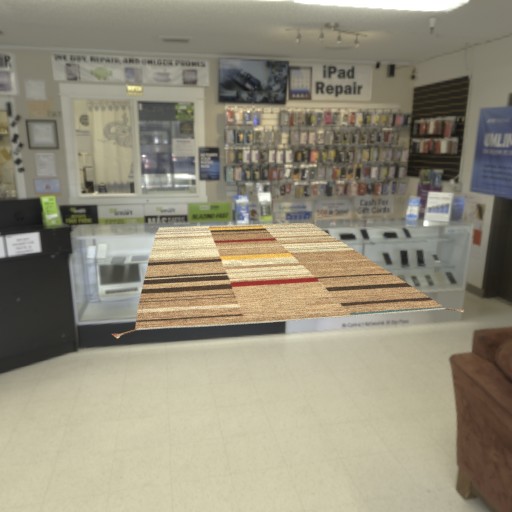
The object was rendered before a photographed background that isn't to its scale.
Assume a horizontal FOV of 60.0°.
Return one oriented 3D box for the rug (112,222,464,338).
[{"bbox_3d":[0.000,0.000,2.428,1.268,0.007,1.918,-2,15,-9],"label":"rug"}]
